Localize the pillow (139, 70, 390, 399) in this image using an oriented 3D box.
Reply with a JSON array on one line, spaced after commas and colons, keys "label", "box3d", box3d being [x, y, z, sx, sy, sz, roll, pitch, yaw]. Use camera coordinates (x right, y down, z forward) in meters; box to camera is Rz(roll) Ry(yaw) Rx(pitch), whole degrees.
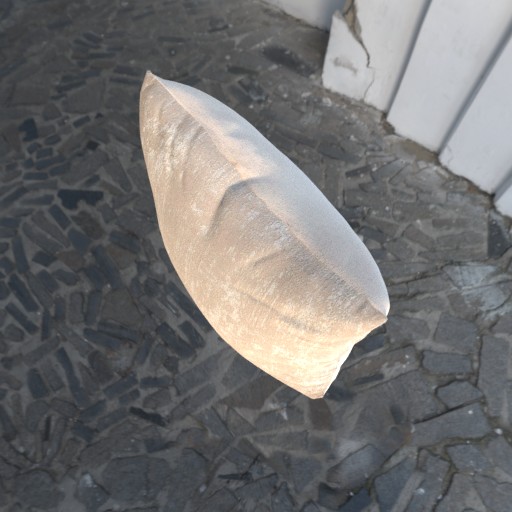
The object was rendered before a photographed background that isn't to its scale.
[{"label": "pillow", "box3d": [0.000, 0.000, 0.712, 0.245, 0.448, 0.450, -33, 69, -15]}]
